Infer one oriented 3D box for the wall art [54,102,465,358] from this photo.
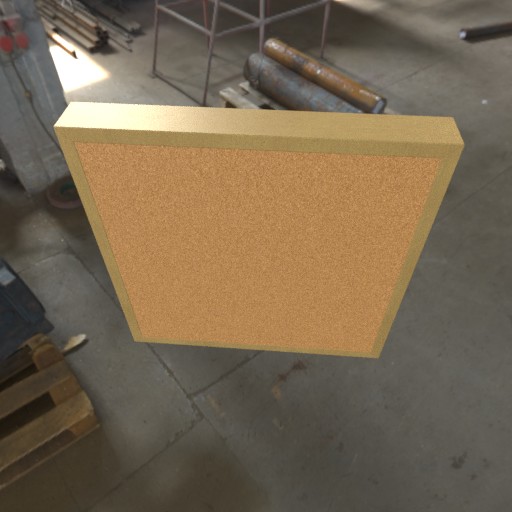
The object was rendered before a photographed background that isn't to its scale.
[{"bbox_3d":[0.000,0.000,0.452,0.305,0.305,0.038,3,48,3],"label":"wall art"}]
